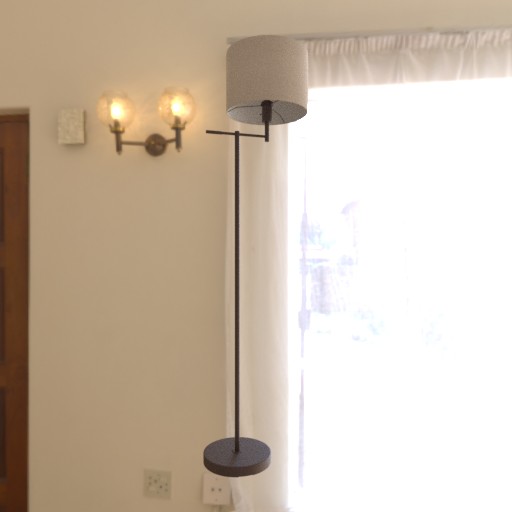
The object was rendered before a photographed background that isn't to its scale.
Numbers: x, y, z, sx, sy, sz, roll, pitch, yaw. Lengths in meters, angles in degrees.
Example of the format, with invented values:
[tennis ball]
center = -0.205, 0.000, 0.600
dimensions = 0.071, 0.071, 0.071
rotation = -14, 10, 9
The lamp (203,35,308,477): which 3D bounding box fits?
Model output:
[lamp]
center = 0.000, 0.000, 1.751
dimensions = 0.416, 1.600, 0.324
rotation = 0, 0, -18
